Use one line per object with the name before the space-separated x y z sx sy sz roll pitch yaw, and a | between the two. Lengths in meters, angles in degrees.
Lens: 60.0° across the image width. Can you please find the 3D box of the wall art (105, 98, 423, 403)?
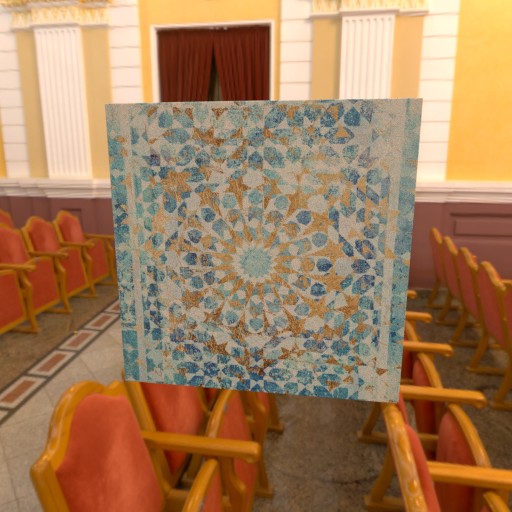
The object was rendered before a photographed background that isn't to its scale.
wall art | 0.000 0.000 1.384 0.916 0.916 0.040 2 13 9
